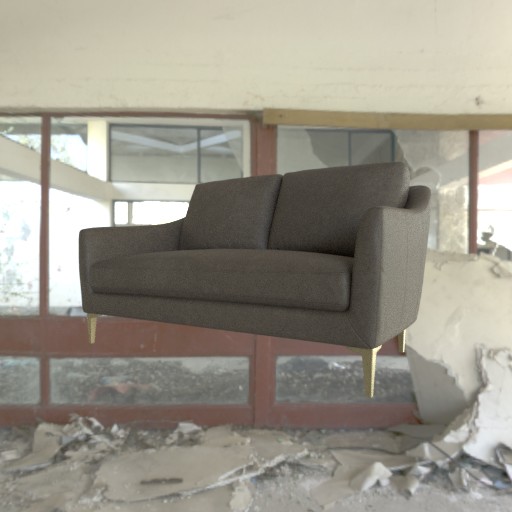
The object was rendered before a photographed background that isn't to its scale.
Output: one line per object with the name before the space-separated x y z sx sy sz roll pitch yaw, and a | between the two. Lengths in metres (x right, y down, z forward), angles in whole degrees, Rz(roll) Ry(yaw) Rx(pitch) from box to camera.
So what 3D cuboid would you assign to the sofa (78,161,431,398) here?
sofa | 0.000 0.000 2.201 1.619 0.902 0.960 0 0 36
